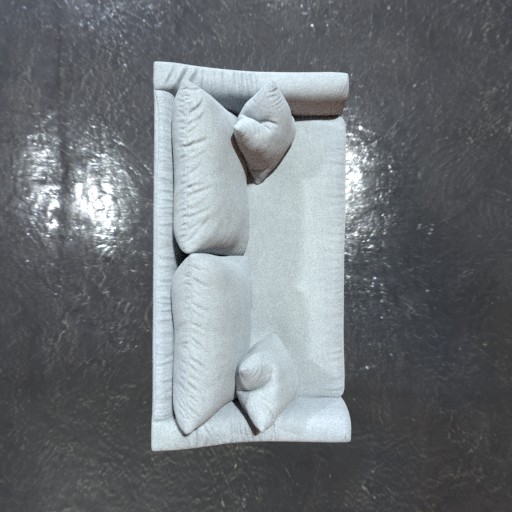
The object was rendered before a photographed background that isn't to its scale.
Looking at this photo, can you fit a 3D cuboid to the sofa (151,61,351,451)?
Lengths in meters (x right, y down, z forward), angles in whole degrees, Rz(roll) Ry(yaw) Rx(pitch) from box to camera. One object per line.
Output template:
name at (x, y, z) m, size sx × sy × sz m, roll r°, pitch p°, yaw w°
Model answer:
sofa at (0.000, 0.000, 2.594) m, size 1.072 × 1.018 × 2.010 m, roll 0°, pitch 89°, yaw 1°
